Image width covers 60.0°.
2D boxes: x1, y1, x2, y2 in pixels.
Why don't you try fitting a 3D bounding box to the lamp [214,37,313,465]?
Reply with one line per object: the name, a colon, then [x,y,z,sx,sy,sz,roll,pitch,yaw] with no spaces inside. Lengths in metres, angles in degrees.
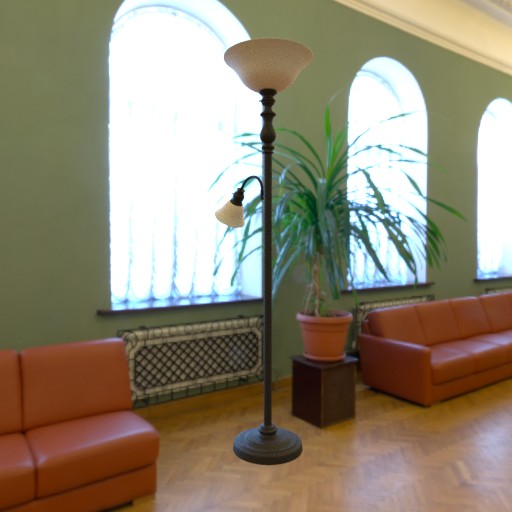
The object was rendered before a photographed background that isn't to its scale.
lamp: [0.000,0.000,2.103,0.405,1.793,0.588,-1,2,-36]
